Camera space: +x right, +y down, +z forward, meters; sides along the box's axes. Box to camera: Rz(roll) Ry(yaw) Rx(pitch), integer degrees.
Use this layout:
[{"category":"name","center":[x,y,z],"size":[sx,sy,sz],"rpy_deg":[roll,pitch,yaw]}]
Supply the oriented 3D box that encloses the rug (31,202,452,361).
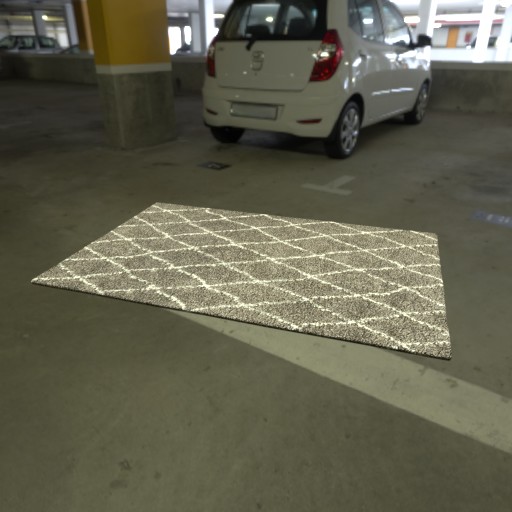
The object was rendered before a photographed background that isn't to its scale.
[{"category":"rug","center":[0.000,0.000,3.475],"size":[2.743,0.030,1.778],"rpy_deg":[8,27,16]}]
